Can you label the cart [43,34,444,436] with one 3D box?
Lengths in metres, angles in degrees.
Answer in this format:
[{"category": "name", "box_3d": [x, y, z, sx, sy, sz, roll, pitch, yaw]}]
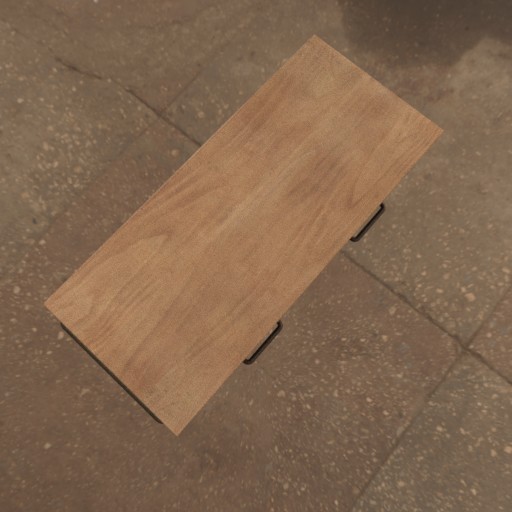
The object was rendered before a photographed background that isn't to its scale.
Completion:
[{"category": "cart", "box_3d": [0.000, 0.000, 0.979, 0.298, 0.554, 0.686, 41, 80, 9]}]
